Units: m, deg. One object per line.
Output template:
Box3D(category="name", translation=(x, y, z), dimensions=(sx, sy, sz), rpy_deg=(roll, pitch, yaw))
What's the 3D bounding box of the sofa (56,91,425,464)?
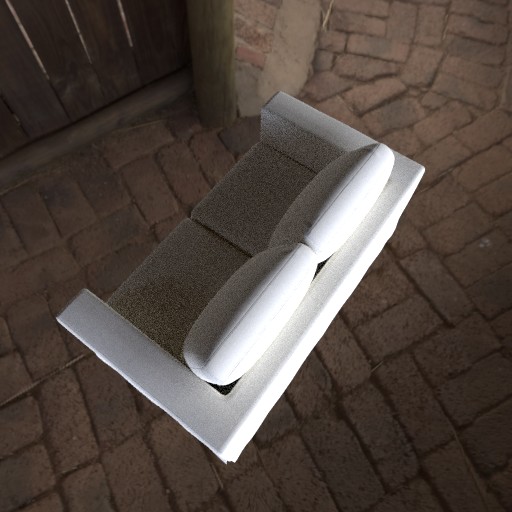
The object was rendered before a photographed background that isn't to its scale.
Box3D(category="sofa", translation=(0.000, 0.000, 2.408), dimensions=(1.009, 0.932, 1.813), rpy_deg=(33, 68, 16))
